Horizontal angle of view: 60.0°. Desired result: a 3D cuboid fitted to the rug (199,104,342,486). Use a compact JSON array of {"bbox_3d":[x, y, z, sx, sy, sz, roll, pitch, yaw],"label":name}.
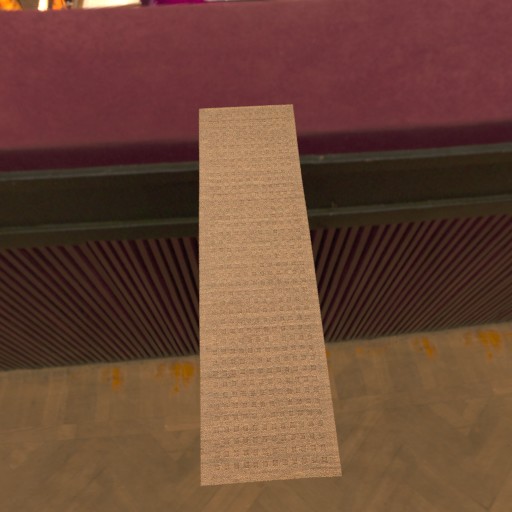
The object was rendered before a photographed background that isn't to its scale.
[{"bbox_3d":[0.000,0.000,2.688,0.688,0.005,2.437,-3,63,-2],"label":"rug"}]
